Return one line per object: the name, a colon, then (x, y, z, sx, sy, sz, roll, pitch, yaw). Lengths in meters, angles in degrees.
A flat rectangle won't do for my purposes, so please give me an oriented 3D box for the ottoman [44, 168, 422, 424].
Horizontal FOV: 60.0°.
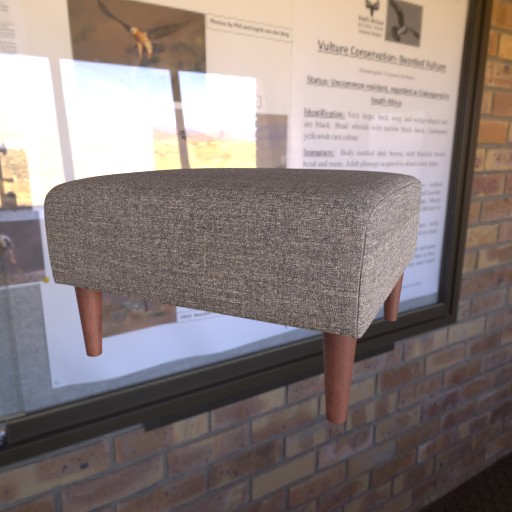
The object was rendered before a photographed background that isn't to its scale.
ottoman: (0.000, 0.000, 1.042, 0.655, 0.399, 0.648, 7, 15, 26)
